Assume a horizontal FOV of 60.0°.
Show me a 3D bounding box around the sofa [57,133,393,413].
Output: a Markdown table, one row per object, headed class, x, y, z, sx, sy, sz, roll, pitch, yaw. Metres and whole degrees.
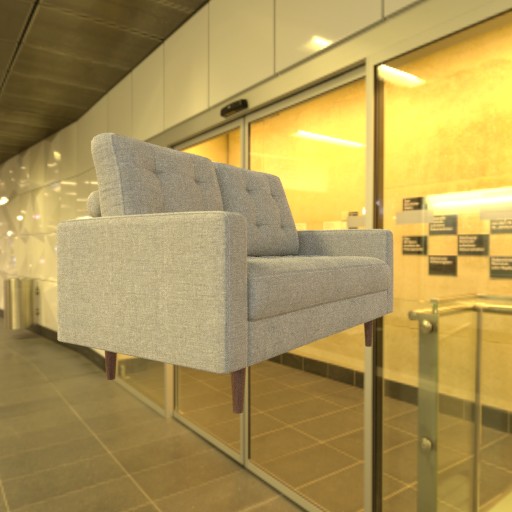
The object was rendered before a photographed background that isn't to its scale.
| class | x | y | z | sx | sy | sz | roll | pitch | yaw |
| --- | --- | --- | --- | --- | --- | --- | --- | --- | --- |
| sofa | 0.000 | 0.000 | 1.938 | 0.842 | 0.907 | 1.407 | 1 | 1 | 34 |
